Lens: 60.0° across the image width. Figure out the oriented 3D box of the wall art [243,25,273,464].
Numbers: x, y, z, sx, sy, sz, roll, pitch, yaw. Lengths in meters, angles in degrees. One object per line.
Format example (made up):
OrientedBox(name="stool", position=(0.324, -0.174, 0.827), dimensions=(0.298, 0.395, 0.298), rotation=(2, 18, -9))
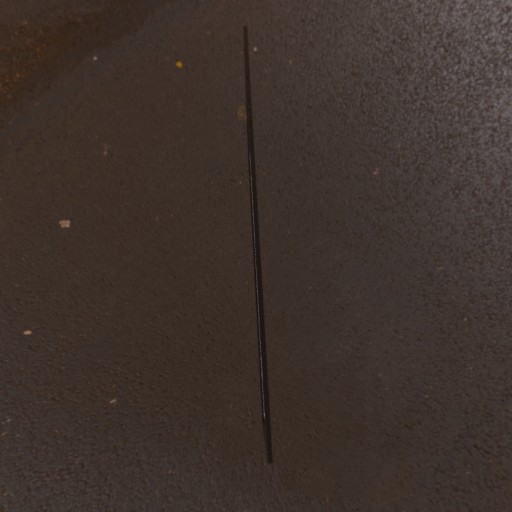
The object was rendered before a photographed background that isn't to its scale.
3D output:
OrientedBox(name="wall art", position=(0.000, 0.000, 1.542), dimensions=(0.013, 0.811, 1.192), rotation=(-3, 75, -1))
